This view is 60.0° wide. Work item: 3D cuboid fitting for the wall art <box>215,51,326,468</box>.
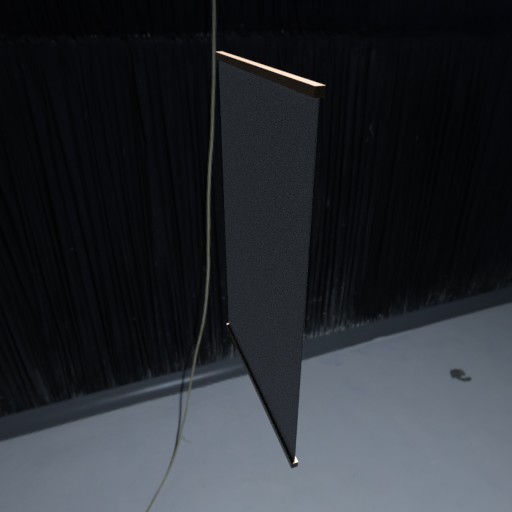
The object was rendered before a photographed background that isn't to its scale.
[{"bbox_3d":[0.000,0.000,1.901,0.030,1.519,0.990,-10,31,-17],"label":"wall art"}]
